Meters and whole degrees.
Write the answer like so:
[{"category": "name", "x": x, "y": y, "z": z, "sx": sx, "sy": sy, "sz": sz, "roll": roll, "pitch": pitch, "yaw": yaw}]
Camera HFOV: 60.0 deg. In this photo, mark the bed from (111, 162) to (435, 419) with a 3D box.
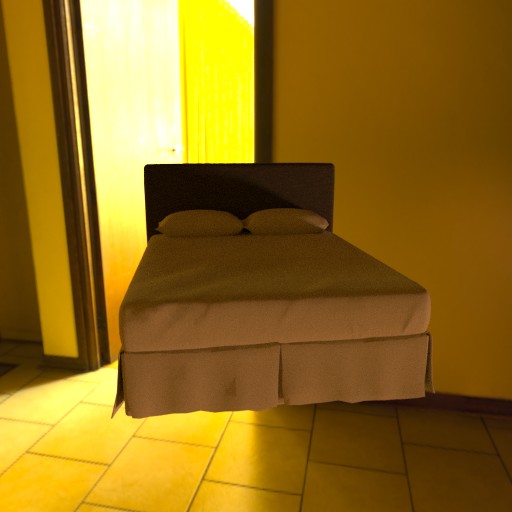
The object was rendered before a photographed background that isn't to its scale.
[{"category": "bed", "x": 0.000, "y": 0.000, "z": 3.374, "sx": 1.884, "sy": 1.330, "sz": 2.142, "roll": -2, "pitch": 14, "yaw": -8}]
